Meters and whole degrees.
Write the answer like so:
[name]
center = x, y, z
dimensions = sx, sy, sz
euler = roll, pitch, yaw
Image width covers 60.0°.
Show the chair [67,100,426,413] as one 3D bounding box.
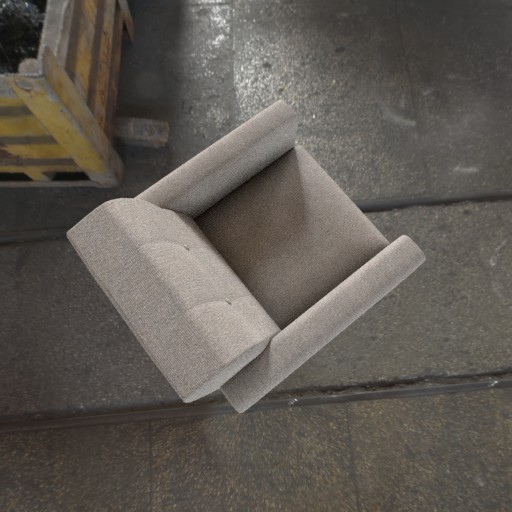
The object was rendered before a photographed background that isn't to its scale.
[chair]
center = 0.000, 0.000, 1.714
dimensions = 0.942, 0.968, 0.845
euler = -37, 78, -9
